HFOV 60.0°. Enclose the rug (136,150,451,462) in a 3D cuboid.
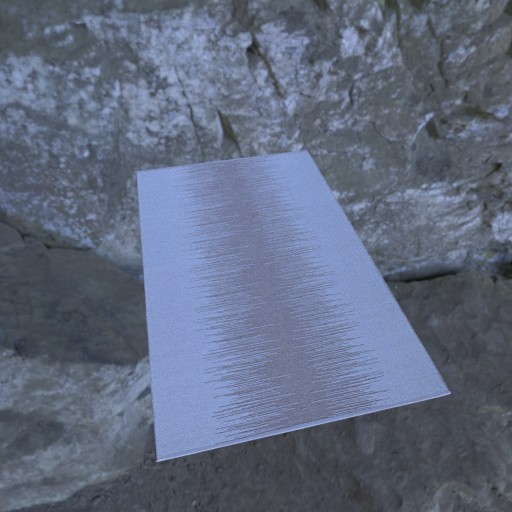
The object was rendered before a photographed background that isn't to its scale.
[{"bbox_3d":[0.000,0.000,3.025,1.522,0.012,2.440,-9,45,-9],"label":"rug"}]
